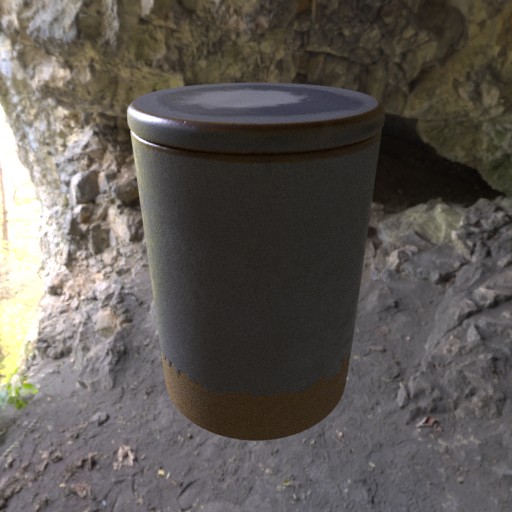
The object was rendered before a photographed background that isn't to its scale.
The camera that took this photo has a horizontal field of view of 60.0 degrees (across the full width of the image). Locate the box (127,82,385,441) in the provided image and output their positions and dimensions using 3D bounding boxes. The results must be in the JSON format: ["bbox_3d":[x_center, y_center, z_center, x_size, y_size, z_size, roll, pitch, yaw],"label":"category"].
[{"bbox_3d":[0.000,0.000,0.246,0.118,0.168,0.118,0,28,0],"label":"box"}]
